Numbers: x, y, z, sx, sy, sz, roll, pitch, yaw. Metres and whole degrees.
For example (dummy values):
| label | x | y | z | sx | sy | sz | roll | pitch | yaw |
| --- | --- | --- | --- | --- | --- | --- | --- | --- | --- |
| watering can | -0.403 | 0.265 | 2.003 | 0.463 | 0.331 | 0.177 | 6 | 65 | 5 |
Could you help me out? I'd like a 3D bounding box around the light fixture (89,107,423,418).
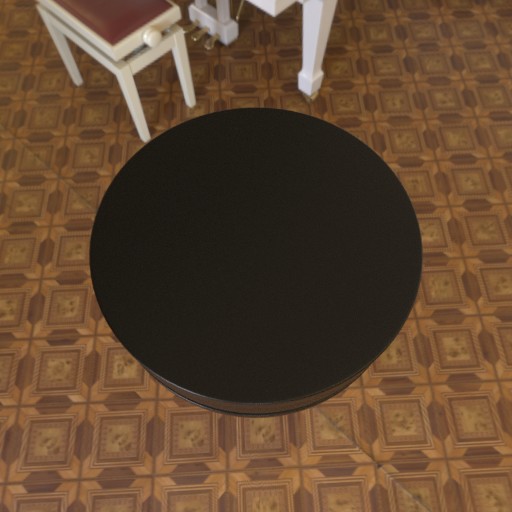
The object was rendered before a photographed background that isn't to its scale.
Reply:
| label | x | y | z | sx | sy | sz | roll | pitch | yaw |
| --- | --- | --- | --- | --- | --- | --- | --- | --- | --- |
| light fixture | 0.000 | 0.000 | 0.419 | 0.283 | 0.097 | 0.283 | 0 | 64 | 0 |
